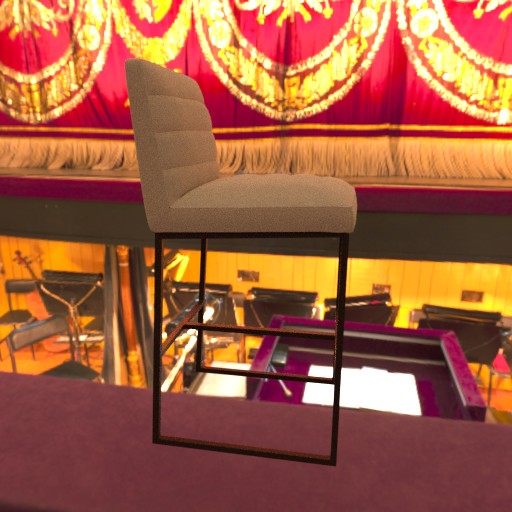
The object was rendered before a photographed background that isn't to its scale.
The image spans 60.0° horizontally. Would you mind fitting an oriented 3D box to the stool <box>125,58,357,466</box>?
[{"bbox_3d":[0.000,0.000,1.336,0.573,1.061,0.464,3,15,10],"label":"stool"}]
